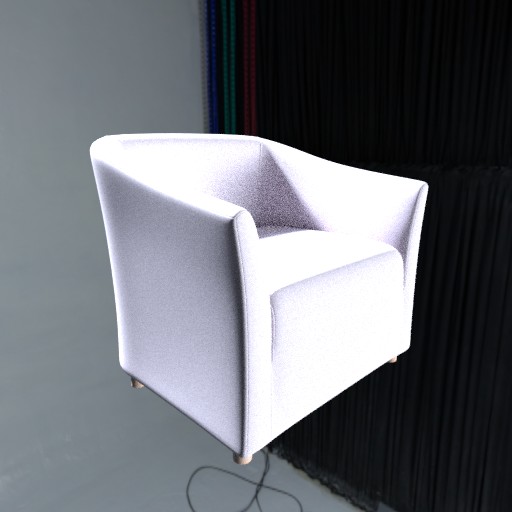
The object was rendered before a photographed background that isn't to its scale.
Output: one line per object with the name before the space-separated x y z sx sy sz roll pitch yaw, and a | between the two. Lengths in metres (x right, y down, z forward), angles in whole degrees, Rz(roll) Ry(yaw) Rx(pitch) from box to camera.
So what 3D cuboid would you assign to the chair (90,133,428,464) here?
chair | 0.000 0.000 1.343 0.790 0.720 0.700 -14 20 -43
